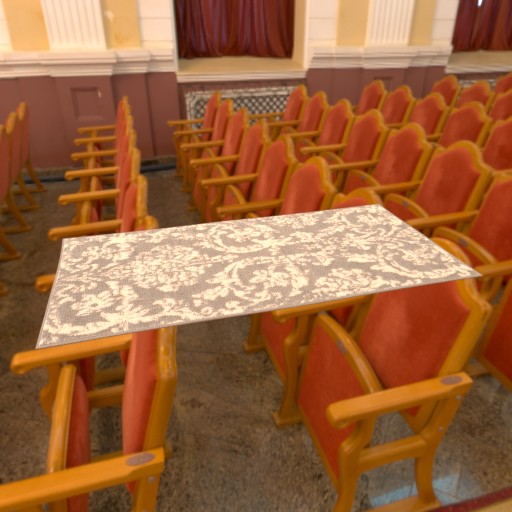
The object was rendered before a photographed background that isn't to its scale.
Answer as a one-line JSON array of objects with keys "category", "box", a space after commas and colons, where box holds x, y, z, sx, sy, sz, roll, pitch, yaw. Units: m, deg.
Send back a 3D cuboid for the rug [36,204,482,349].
[{"category": "rug", "box": [0.000, 0.000, 1.417, 1.219, 0.007, 0.604, -7, 29, -14]}]
